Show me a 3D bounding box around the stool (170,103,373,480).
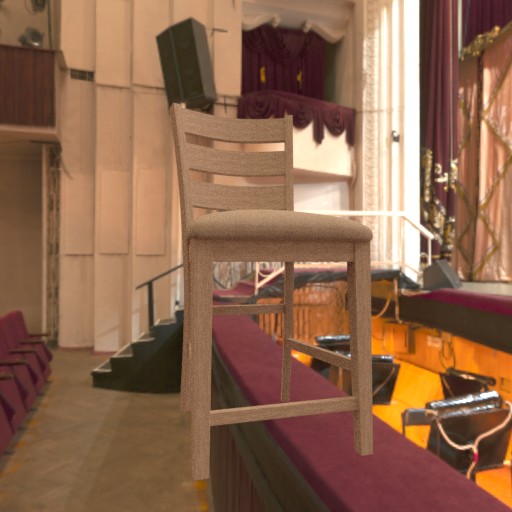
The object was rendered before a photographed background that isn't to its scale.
[{"bbox_3d":[0.000,0.000,1.341,0.484,1.032,0.569,0,-1,-17],"label":"stool"}]
